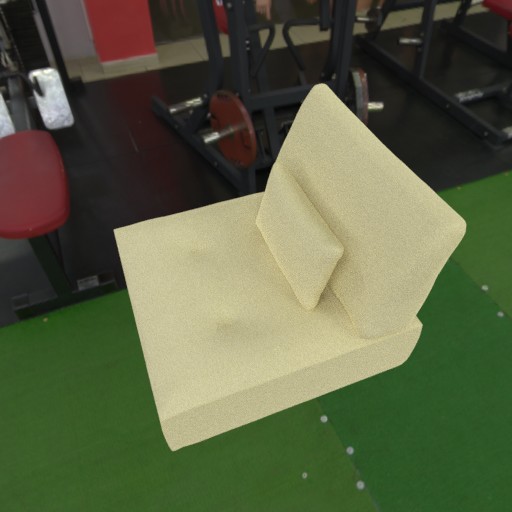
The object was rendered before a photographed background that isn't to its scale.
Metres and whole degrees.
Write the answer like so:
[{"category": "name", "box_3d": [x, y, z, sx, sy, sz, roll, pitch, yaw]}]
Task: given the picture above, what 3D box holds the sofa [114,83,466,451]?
[{"category": "sofa", "box_3d": [0.000, 0.000, 1.710, 1.000, 0.820, 0.930, -16, 50, -14]}]
